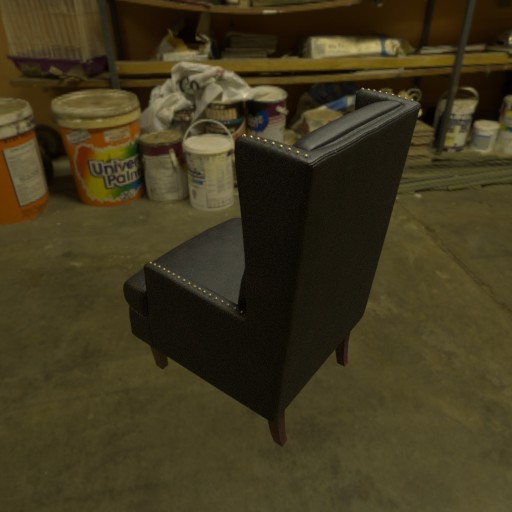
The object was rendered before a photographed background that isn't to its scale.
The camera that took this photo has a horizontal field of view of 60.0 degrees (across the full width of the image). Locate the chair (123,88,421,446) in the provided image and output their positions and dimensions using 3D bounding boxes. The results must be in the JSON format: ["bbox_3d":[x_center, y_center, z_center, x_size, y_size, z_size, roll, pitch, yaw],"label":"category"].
[{"bbox_3d":[0.000,0.000,1.653,0.799,1.142,0.703,22,38,30],"label":"chair"}]
